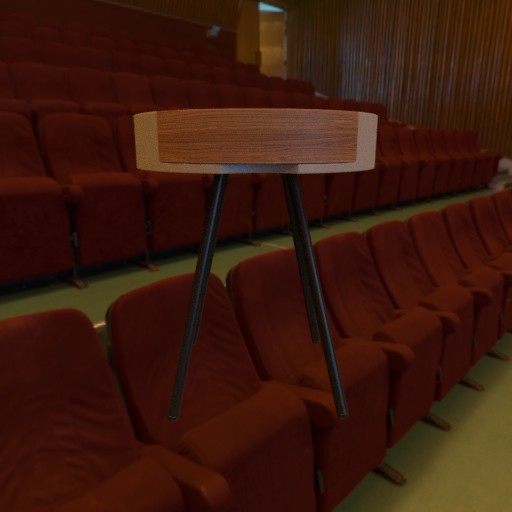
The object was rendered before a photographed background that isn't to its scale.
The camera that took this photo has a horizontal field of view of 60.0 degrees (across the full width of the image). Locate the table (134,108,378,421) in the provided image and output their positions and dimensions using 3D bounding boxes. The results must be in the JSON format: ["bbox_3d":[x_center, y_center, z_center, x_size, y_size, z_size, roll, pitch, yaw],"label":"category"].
[{"bbox_3d":[0.000,0.000,0.878,0.450,0.525,0.450,0,14,0],"label":"table"}]
